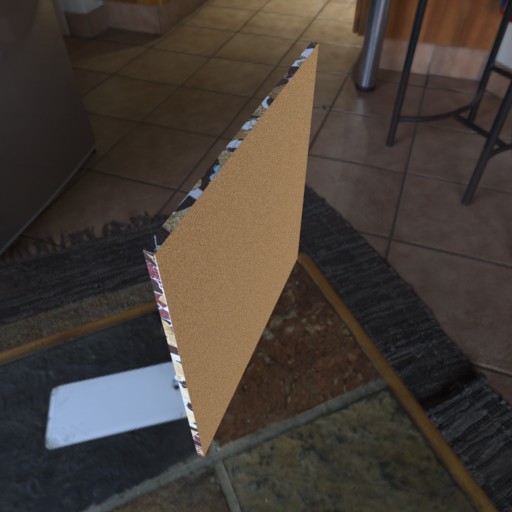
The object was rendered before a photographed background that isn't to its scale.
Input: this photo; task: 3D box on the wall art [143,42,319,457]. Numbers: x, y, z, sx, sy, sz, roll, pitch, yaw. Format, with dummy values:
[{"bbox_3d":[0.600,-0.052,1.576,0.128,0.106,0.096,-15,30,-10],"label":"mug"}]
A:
[{"bbox_3d":[0.000,0.000,0.591,0.010,0.406,0.404,17,49,15],"label":"wall art"}]
